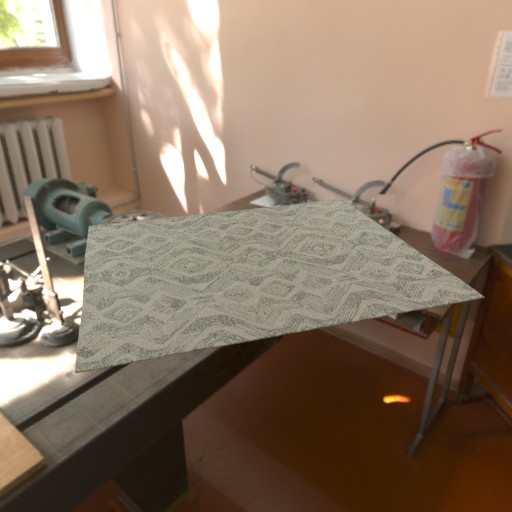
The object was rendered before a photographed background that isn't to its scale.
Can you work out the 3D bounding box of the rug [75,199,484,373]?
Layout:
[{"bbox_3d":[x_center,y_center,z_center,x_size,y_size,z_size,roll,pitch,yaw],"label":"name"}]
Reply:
[{"bbox_3d":[0.000,0.000,4.141,3.054,0.030,2.430,-8,28,-15],"label":"rug"}]
